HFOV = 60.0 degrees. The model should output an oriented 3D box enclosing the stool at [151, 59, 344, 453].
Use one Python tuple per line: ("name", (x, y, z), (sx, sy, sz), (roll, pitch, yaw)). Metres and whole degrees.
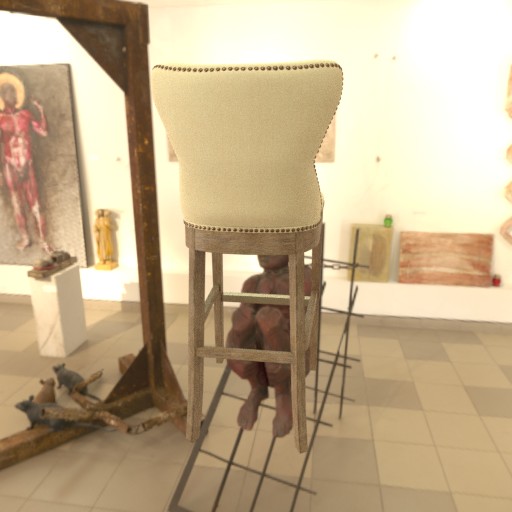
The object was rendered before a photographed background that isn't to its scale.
("stool", (0.000, 0.000, 1.452), (0.494, 1.123, 0.606), (2, 16, 8))
